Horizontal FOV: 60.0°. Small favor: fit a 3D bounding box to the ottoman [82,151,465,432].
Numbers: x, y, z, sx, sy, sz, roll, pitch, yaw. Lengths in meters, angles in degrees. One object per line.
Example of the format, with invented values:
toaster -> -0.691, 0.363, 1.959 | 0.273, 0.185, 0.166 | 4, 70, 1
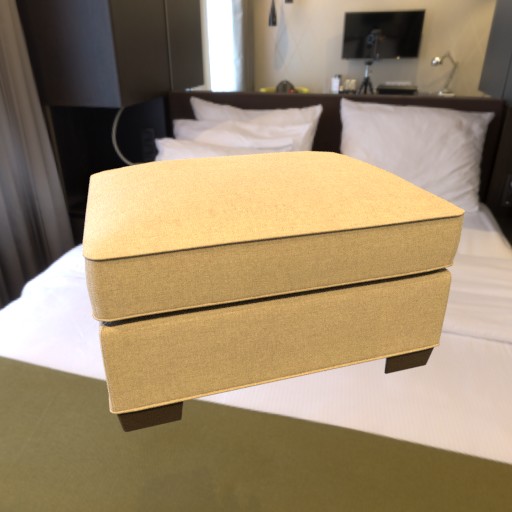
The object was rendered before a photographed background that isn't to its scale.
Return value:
ottoman -> 0.000, 0.000, 1.244 | 0.843, 0.504, 0.619 | -8, 27, -15
